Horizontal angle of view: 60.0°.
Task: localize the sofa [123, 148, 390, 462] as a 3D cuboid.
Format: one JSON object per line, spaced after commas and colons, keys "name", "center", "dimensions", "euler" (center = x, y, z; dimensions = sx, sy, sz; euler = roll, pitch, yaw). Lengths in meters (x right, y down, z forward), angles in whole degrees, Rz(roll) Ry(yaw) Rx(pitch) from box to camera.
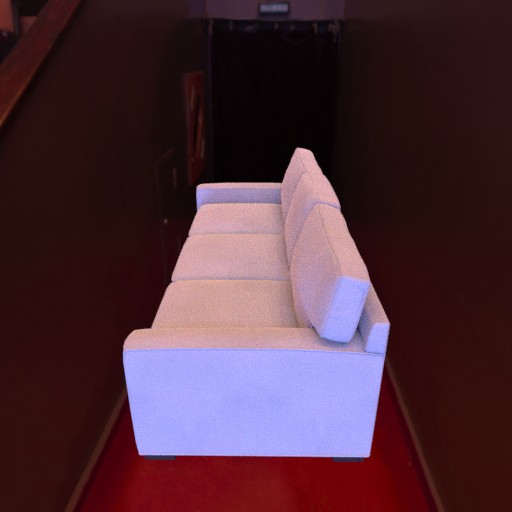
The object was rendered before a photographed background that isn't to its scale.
{"name": "sofa", "center": [0.000, 0.000, 2.537], "dimensions": [0.935, 0.862, 2.088], "euler": [0, 25, 1]}
